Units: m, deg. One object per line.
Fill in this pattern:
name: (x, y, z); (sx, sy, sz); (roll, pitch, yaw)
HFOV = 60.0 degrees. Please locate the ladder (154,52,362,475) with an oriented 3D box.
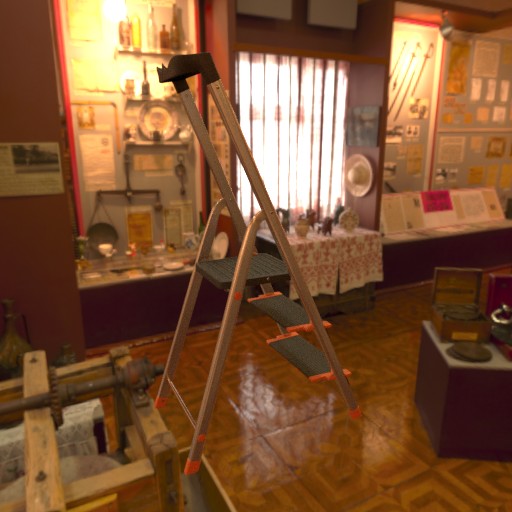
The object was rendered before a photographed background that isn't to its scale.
ladder: (0.000, 0.000, 1.538); (0.686, 1.229, 0.416); (-7, 16, -25)
